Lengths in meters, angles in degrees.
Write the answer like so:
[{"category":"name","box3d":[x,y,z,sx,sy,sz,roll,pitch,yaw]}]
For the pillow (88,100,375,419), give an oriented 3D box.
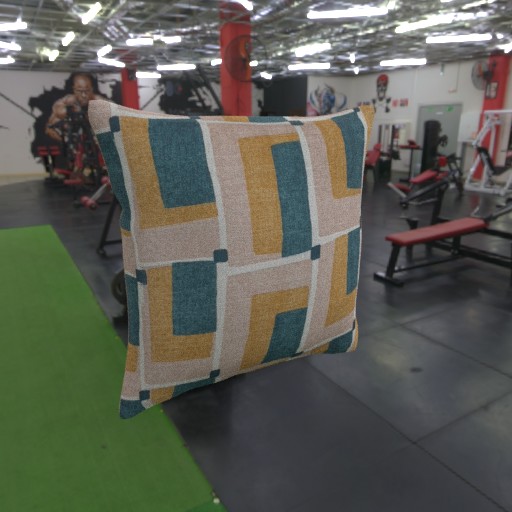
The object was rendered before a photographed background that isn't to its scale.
[{"category":"pillow","box3d":[0.000,0.000,0.731,0.478,0.479,0.158,-9,19,-26]}]
